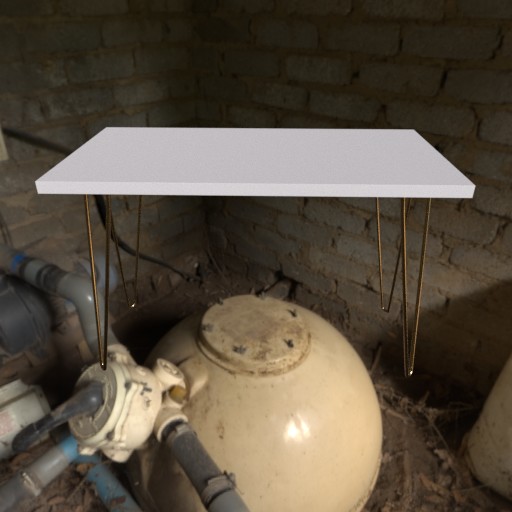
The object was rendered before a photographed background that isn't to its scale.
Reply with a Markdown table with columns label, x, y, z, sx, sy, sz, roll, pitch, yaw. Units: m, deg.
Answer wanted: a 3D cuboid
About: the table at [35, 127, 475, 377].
| label | x | y | z | sx | sy | sz | roll | pitch | yaw |
| --- | --- | --- | --- | --- | --- | --- | --- | --- | --- |
| table | 0.000 | 0.000 | 1.375 | 0.991 | 0.660 | 0.498 | 1 | 30 | 1 |
